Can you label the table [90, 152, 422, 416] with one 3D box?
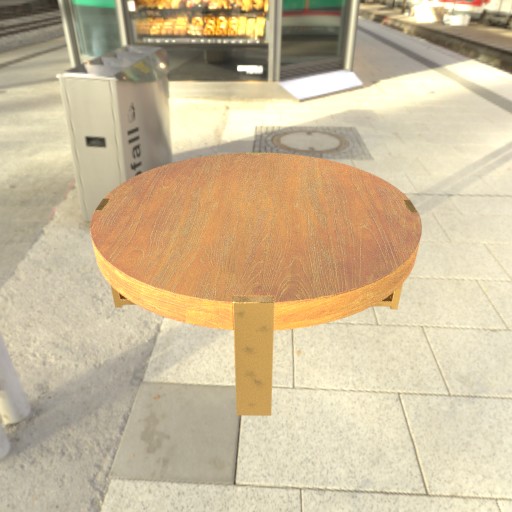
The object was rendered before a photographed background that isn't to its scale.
[{"bbox_3d":[0.000,0.000,1.658,1.100,0.420,1.100,0,32,0],"label":"table"}]
